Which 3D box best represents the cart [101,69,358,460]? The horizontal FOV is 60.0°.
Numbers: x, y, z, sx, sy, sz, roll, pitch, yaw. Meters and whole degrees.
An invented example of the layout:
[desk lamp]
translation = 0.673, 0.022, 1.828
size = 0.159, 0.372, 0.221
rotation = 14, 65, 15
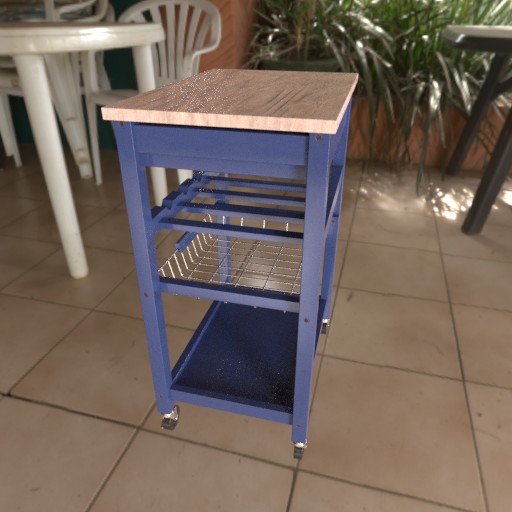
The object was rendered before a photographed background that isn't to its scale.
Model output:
[cart]
translation = 0.000, 0.000, 1.162
size = 0.403, 0.839, 0.584
rotation = 7, 30, 13
